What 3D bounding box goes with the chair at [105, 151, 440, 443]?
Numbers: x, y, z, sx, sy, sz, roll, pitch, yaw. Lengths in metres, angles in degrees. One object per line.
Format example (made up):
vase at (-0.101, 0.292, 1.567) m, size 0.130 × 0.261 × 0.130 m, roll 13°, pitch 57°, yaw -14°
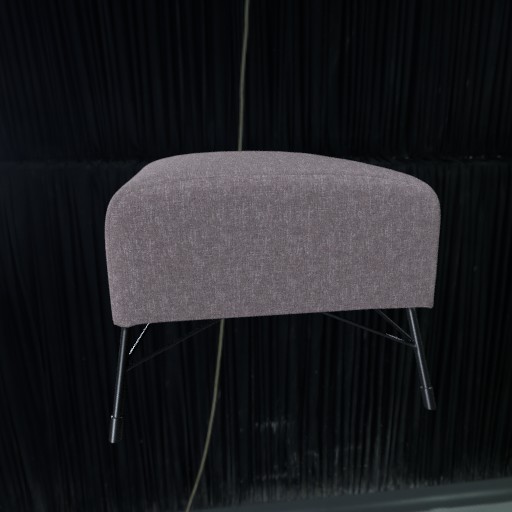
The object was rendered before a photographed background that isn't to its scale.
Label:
chair at (0.000, 0.000, 0.896) m, size 0.530 × 0.410 × 0.530 m, roll -2°, pitch 16°, yaw -9°
